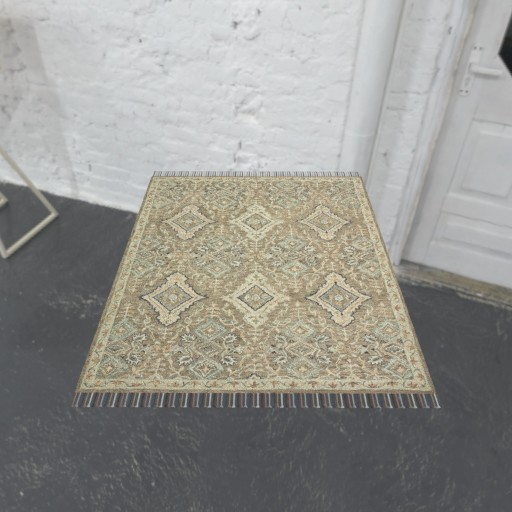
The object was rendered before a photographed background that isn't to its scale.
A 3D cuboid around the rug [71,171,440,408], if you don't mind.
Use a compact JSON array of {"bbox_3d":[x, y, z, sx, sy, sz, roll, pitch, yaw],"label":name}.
[{"bbox_3d":[0.000,0.000,4.065,2.437,0.010,3.056,0,41,0],"label":"rug"}]
